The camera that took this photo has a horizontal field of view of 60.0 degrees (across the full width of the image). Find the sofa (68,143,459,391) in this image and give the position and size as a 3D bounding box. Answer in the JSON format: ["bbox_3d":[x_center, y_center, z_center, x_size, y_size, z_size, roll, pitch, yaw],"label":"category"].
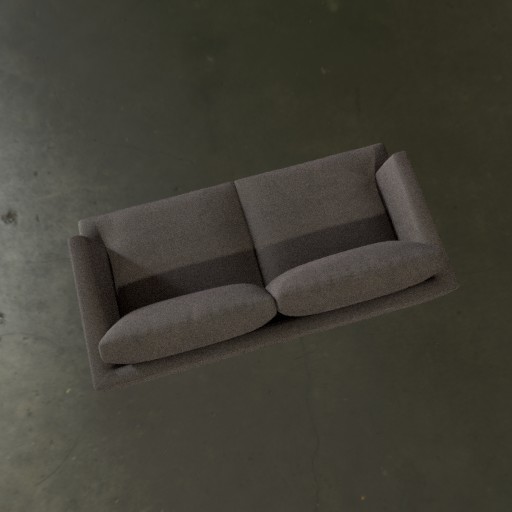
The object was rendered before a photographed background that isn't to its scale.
[{"bbox_3d":[0.000,0.000,2.570,1.948,0.868,1.020,-15,76,-4],"label":"sofa"}]
